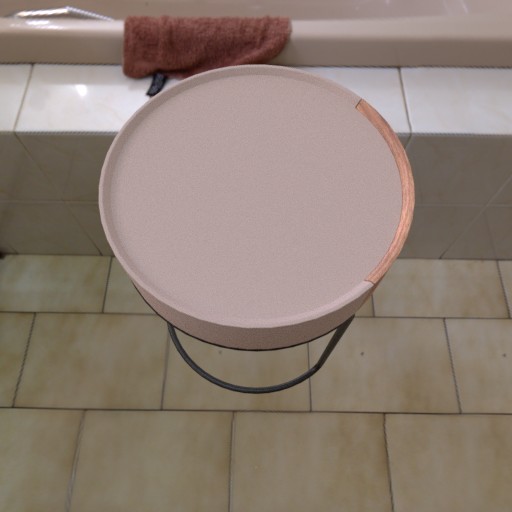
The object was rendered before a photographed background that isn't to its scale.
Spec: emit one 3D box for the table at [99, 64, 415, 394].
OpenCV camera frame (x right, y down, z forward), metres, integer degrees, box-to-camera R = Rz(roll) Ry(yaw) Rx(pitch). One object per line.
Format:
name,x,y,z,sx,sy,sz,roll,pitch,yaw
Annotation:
table,0.000,0.000,0.873,0.450,0.530,0.450,0,65,0
